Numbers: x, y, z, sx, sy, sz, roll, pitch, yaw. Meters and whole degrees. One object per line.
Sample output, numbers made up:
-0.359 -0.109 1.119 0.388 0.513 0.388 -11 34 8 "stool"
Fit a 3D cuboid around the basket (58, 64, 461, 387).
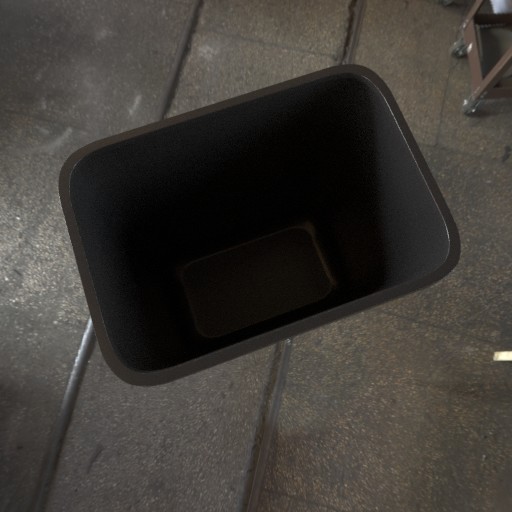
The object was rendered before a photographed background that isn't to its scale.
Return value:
0.000 0.000 0.510 0.300 0.307 0.211 -19 77 -5 "basket"
